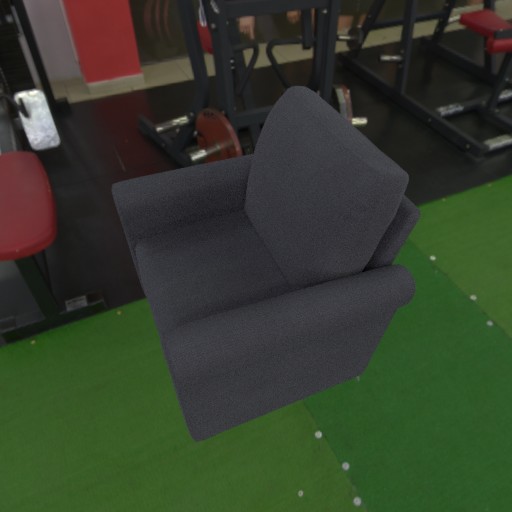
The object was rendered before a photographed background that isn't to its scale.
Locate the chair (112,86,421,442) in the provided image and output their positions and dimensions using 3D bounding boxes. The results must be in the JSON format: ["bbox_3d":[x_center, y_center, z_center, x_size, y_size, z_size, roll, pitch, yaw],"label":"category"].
[{"bbox_3d":[0.000,0.000,1.600,0.828,0.942,0.867,-17,48,-16],"label":"chair"}]
